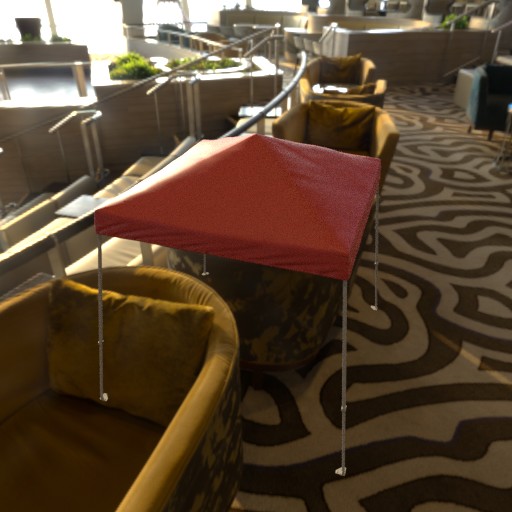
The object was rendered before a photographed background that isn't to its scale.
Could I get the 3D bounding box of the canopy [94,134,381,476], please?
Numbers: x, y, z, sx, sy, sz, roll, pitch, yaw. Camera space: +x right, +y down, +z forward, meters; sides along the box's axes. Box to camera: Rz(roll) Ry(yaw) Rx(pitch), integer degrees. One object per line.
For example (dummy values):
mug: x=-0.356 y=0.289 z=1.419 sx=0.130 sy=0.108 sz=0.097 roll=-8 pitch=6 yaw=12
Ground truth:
canopy: x=0.000 y=0.000 z=6.523 sx=3.600 sy=3.600 sz=3.599 roll=10 pitch=33 yaw=17
